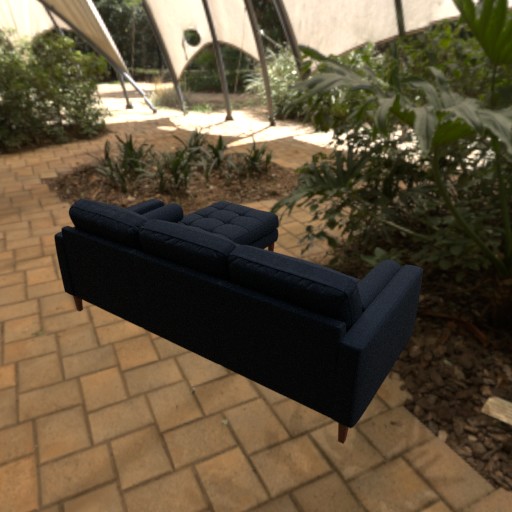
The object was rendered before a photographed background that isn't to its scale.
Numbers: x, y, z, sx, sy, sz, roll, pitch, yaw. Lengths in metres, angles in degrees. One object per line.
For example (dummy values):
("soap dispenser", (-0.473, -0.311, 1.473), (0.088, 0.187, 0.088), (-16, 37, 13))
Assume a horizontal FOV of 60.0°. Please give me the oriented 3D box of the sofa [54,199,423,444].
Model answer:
("sofa", (0.000, 0.000, 3.040), (2.185, 0.841, 1.613), (17, 31, 31))
